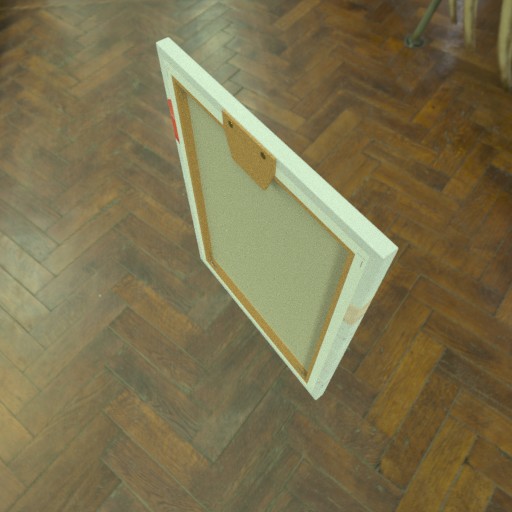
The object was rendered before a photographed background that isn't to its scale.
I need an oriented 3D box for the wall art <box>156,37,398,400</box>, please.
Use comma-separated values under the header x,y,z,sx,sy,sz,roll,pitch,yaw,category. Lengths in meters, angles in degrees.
x,y,z,sx,sy,sz,roll,pitch,yaw,category
0.000,0.000,1.345,0.045,1.014,0.759,-33,64,-18,wall art
